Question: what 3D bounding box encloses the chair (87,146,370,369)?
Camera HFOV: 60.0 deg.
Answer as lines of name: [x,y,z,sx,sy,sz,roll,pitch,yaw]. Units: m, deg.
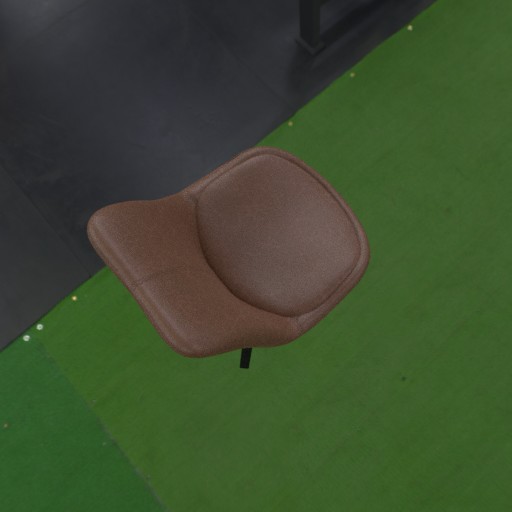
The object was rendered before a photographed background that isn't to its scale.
chair: [0.000,0.000,1.175,0.550,0.850,0.475,-38,78,-9]
